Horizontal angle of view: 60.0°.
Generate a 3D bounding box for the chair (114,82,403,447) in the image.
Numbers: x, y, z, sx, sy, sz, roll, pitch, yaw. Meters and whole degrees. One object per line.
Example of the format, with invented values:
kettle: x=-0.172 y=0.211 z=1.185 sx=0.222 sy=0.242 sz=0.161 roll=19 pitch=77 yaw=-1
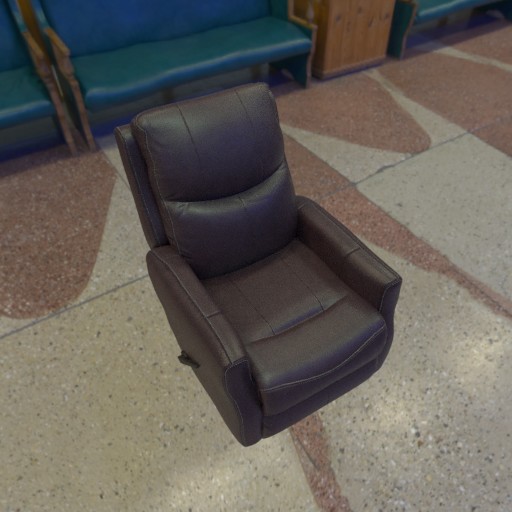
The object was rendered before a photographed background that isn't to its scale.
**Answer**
chair: x=0.000 y=0.000 z=1.804 sx=0.829 sy=1.030 sz=1.080 roll=-23 pitch=50 yaw=-21
